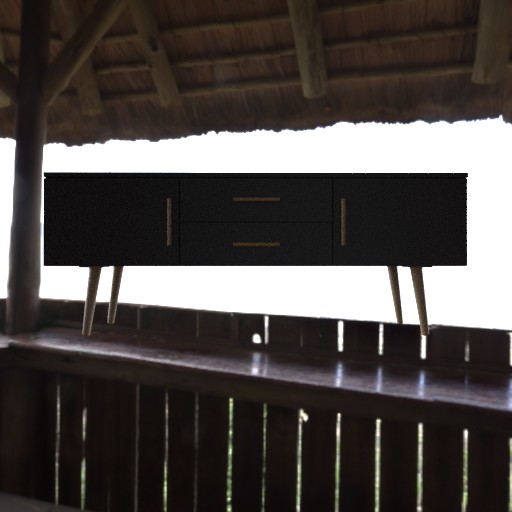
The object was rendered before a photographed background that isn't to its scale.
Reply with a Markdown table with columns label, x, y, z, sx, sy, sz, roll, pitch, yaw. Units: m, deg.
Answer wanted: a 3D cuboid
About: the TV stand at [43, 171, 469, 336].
| label | x | y | z | sx | sy | sz | roll | pitch | yaw |
| --- | --- | --- | --- | --- | --- | --- | --- | --- | --- |
| TV stand | 0.000 | 0.000 | 1.543 | 1.312 | 0.518 | 0.390 | 0 | 0 | 0 |
